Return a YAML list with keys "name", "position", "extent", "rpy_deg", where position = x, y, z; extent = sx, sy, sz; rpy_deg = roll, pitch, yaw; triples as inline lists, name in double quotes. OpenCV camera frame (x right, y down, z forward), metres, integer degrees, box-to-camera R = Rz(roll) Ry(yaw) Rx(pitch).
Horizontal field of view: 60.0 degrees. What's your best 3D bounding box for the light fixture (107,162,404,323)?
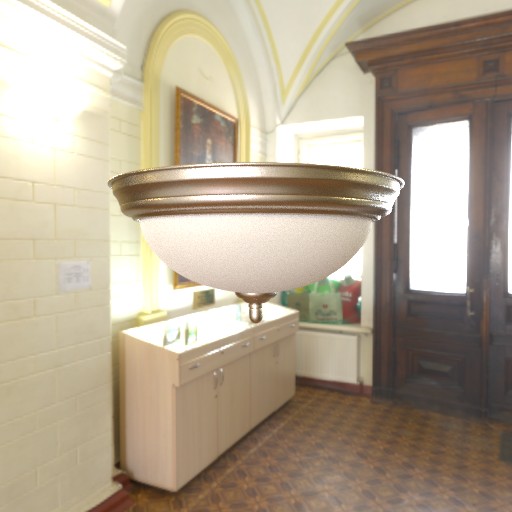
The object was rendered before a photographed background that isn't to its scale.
- name: "light fixture"
  position: [0.000, 0.000, 0.442]
  extent: [0.280, 0.135, 0.280]
  rpy_deg: [0, 1, 0]
